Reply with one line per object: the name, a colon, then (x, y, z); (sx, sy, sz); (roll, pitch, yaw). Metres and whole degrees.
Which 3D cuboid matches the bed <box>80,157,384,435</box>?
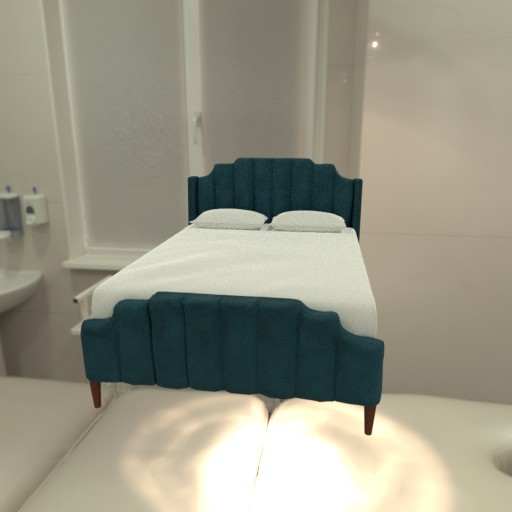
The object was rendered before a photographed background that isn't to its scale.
bed: (0.000, 0.000, 3.370); (1.676, 1.351, 2.322); (2, 16, 9)
